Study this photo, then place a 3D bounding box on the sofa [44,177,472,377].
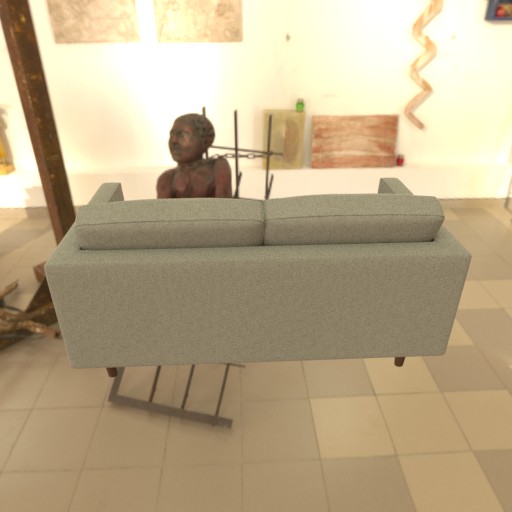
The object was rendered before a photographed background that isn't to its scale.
[{"bbox_3d":[0.000,0.000,2.340,1.731,0.900,1.000,-1,30,-3],"label":"sofa"}]
